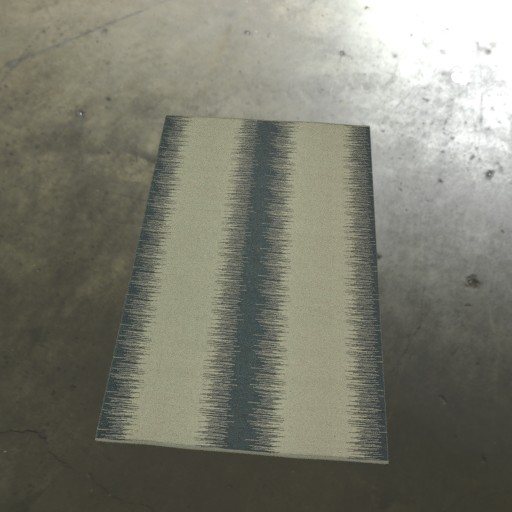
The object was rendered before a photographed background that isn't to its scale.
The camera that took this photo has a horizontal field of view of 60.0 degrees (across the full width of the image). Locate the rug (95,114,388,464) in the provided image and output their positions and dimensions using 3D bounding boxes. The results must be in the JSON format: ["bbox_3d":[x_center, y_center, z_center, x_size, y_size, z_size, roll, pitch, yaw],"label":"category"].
[{"bbox_3d":[0.000,0.000,2.265,1.234,0.006,1.854,4,63,2],"label":"rug"}]
